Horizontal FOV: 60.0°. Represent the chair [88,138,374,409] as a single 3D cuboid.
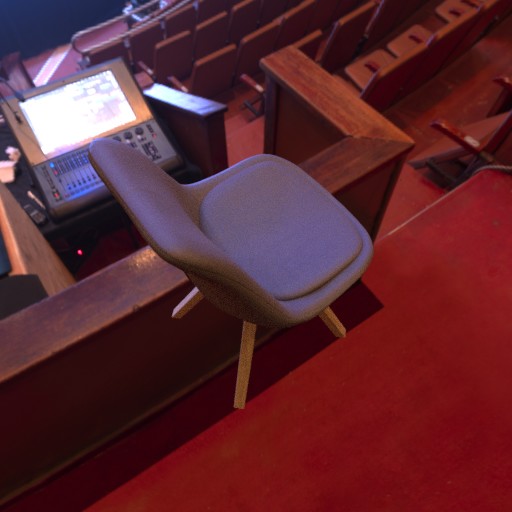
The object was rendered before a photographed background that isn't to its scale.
[{"bbox_3d":[0.000,0.000,1.151,0.547,0.865,0.483,-32,63,-18],"label":"chair"}]
